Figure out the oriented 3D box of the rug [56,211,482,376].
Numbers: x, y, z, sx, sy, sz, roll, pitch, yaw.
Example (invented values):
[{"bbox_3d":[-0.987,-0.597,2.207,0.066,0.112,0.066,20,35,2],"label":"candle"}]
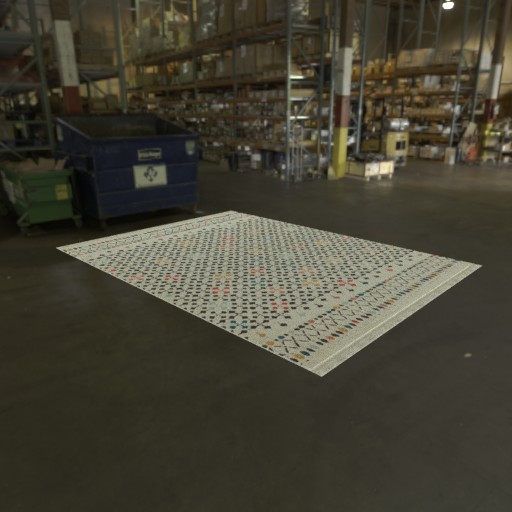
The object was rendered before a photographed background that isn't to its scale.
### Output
[{"bbox_3d":[0.000,0.000,4.110,3.196,0.007,2.354,17,24,41],"label":"rug"}]
